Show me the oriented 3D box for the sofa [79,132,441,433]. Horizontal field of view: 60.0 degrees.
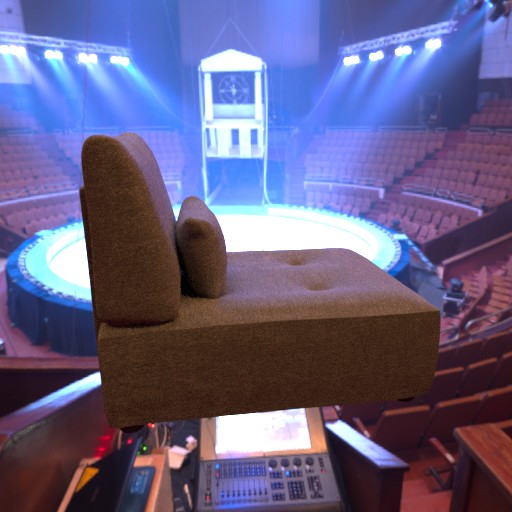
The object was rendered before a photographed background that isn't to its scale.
[{"bbox_3d":[0.000,0.000,1.527,1.000,0.820,0.700,-3,16,-9],"label":"sofa"}]
